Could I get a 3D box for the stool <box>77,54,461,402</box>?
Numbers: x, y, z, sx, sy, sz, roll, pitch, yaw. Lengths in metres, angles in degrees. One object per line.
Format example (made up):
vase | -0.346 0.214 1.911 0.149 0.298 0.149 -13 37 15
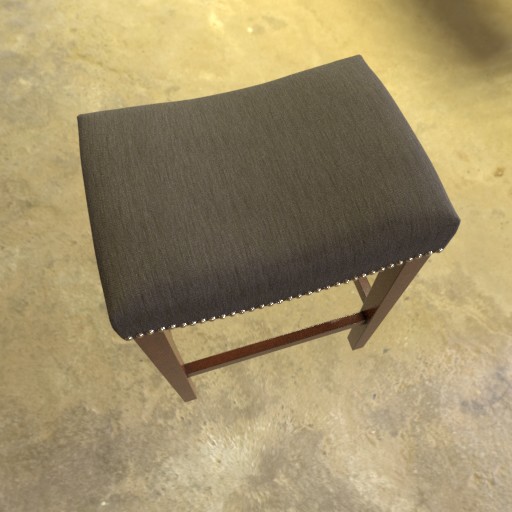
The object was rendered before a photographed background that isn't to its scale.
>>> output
stool | 0.000 0.000 0.924 0.504 0.654 0.372 -15 64 -8
